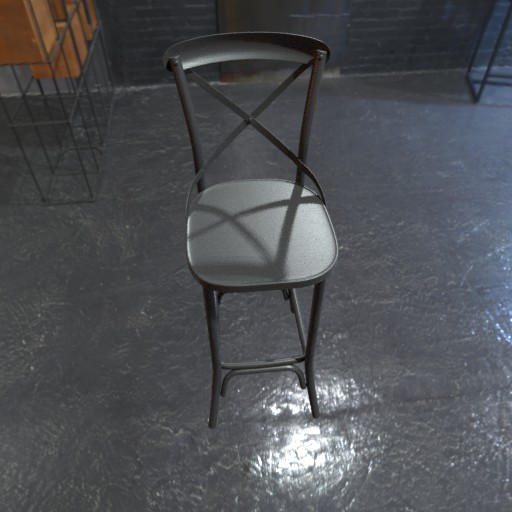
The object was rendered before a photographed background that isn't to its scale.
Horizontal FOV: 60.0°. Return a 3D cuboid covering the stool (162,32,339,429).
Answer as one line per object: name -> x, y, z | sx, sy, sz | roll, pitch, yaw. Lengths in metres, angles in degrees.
stool -> 0.000, 0.000, 1.427 | 0.457, 1.168, 0.584 | -4, 45, -4
